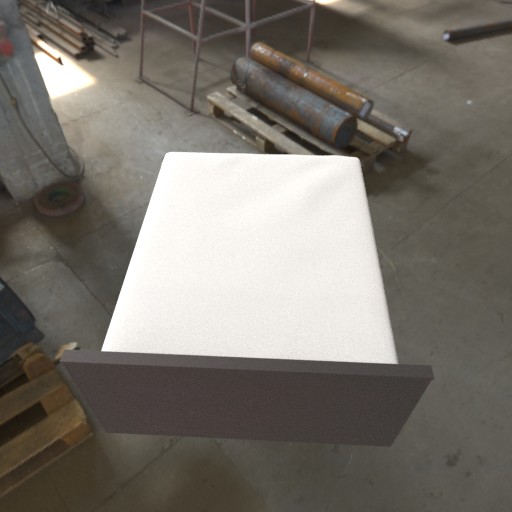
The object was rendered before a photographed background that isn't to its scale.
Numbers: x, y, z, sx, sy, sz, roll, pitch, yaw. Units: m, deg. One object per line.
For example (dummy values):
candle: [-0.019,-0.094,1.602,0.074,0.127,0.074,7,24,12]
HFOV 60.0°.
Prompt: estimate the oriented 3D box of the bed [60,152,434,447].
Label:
bed: [0.000,0.000,2.939,1.634,0.808,2.103,2,47,2]
